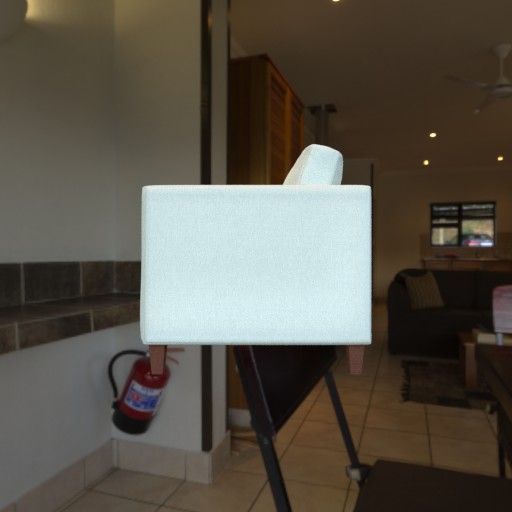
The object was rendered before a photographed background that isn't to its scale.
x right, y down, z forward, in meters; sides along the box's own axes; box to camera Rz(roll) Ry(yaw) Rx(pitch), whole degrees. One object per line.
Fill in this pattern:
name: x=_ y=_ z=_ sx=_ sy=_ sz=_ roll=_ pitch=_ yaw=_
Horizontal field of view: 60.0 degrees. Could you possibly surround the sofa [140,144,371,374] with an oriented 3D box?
sofa: x=0.000 y=0.000 z=2.952 sx=0.948 sy=0.965 sz=2.434 roll=0 pitch=0 yaw=0
